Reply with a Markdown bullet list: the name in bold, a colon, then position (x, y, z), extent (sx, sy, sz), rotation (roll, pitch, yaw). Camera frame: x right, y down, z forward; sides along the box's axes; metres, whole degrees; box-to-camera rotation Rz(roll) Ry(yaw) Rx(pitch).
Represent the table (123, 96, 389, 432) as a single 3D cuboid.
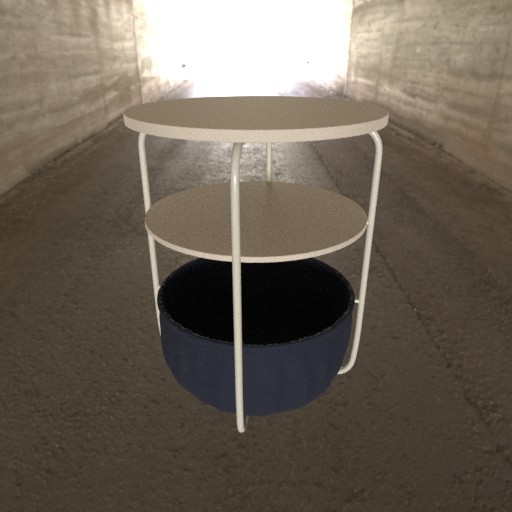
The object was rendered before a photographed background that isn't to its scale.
- **table**: position (0.000, 0.000, 0.836), extent (0.418, 0.532, 0.418), rotation (-18, 30, -33)
